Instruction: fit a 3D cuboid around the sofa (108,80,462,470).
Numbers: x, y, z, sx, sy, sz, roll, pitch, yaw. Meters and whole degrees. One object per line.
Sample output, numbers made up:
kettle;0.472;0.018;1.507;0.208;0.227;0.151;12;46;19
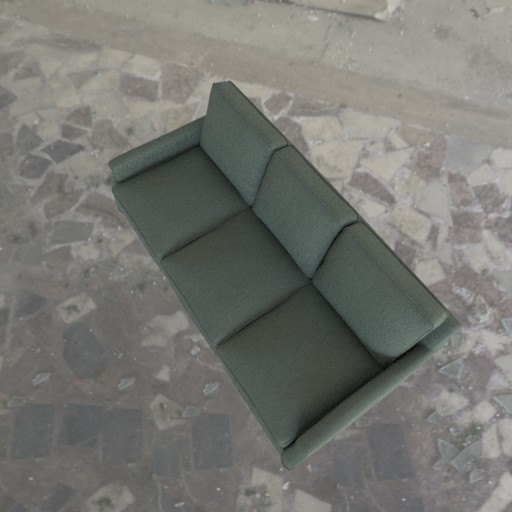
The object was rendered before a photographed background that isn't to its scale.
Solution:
sofa;0.000;0.000;2.825;1.084;1.003;2.246;-31;66;-16
